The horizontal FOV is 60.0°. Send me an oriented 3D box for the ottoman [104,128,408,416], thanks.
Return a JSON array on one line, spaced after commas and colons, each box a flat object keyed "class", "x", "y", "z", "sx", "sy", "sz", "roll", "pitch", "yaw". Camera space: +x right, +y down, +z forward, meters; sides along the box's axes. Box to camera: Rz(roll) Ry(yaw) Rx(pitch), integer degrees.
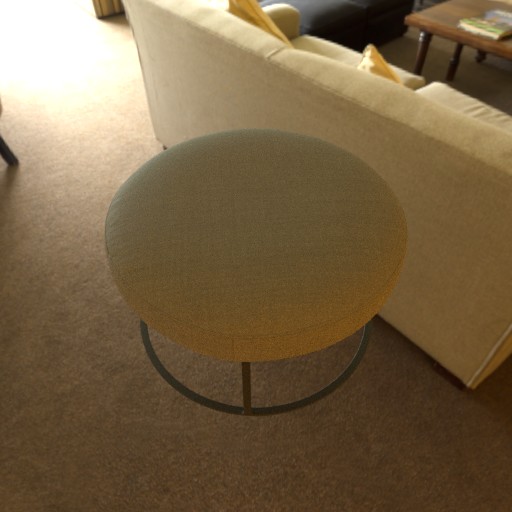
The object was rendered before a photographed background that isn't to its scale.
[{"class": "ottoman", "x": 0.000, "y": 0.000, "z": 1.256, "sx": 0.772, "sy": 0.460, "sz": 0.772, "roll": 0, "pitch": 46, "yaw": 0}]
